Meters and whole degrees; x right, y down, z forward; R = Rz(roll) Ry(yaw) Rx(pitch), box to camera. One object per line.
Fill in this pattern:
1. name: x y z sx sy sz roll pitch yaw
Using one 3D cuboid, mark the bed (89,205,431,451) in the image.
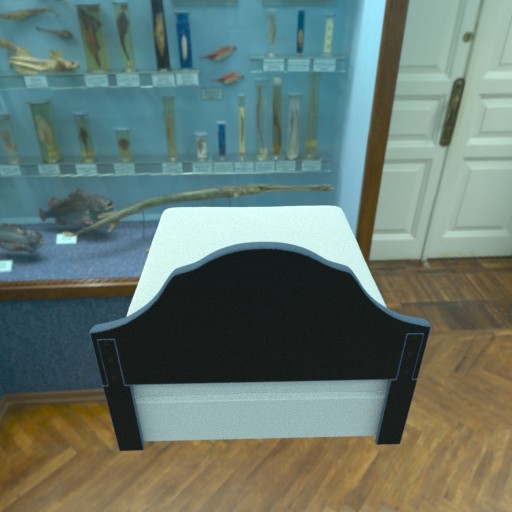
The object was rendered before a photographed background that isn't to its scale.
1. bed: 0.000 0.000 3.713 2.039 1.617 2.477 -1 31 -1
